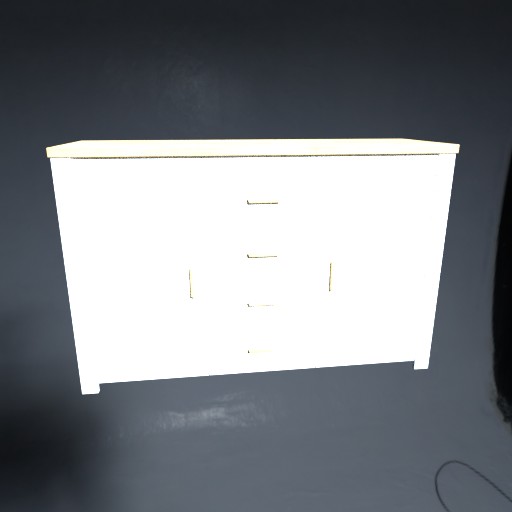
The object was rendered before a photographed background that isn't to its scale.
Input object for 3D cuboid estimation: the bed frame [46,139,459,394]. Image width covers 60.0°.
[{"bbox_3d":[0.000,0.000,1.712,1.300,0.850,0.430,-2,17,-7],"label":"bed frame"}]
